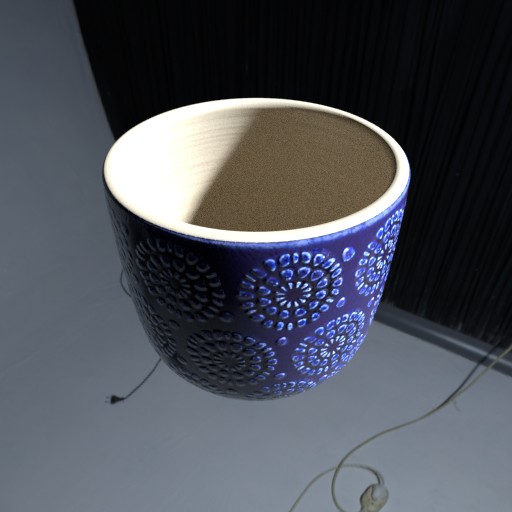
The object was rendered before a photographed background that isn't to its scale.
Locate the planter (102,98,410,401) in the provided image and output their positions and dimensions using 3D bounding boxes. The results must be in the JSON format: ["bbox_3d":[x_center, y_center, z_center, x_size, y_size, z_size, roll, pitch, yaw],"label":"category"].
[{"bbox_3d":[0.000,0.000,0.288,0.165,0.149,0.165,0,39,0],"label":"planter"}]
